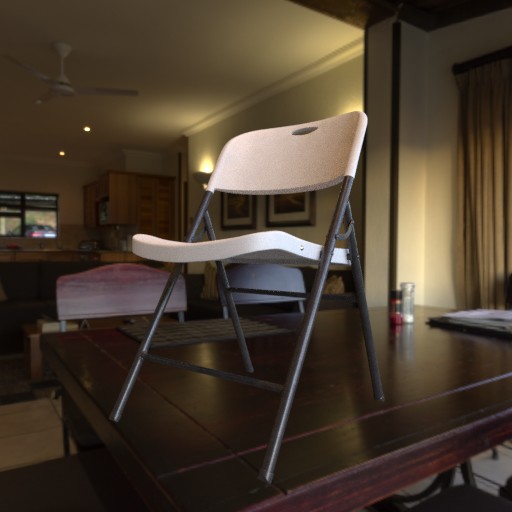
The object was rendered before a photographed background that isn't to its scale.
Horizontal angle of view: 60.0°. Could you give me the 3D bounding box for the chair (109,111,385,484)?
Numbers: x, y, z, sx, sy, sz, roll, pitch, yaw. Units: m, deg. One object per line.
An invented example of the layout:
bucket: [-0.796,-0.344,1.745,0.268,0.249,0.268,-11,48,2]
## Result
chair: [0.000,0.000,1.160,0.494,0.810,0.566,1,2,38]
